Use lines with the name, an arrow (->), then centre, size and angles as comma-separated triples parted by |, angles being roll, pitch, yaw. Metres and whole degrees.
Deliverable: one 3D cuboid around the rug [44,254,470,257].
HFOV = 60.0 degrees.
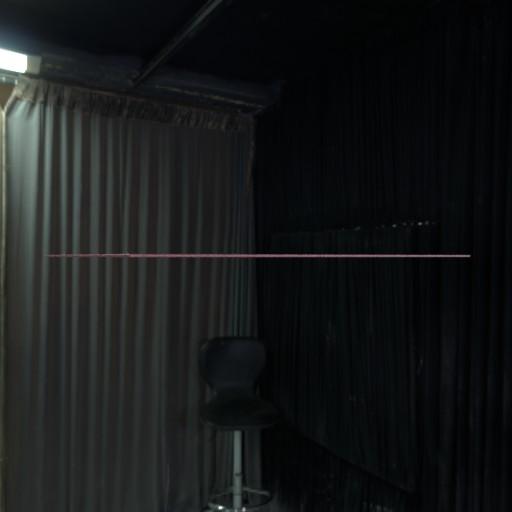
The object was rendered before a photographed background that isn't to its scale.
rug -> 0.000, 0.000, 2.840 | 2.210, 0.011, 1.599 | 0, 0, -35
